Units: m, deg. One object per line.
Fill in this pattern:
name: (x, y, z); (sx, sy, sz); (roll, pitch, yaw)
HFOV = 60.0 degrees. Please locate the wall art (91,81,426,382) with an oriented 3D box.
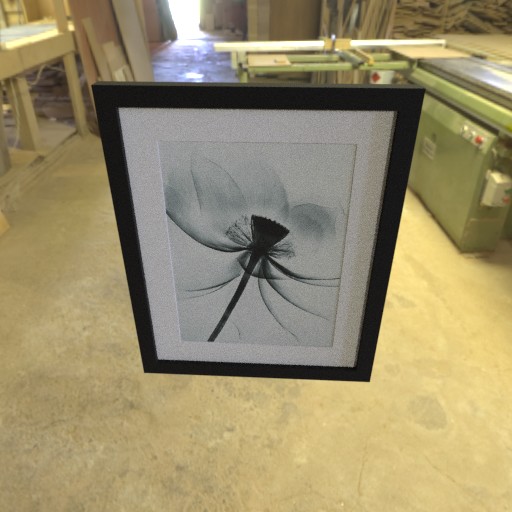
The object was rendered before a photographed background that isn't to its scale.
wall art: (0.000, 0.000, 0.762); (0.457, 0.559, 0.029); (2, 31, 3)
